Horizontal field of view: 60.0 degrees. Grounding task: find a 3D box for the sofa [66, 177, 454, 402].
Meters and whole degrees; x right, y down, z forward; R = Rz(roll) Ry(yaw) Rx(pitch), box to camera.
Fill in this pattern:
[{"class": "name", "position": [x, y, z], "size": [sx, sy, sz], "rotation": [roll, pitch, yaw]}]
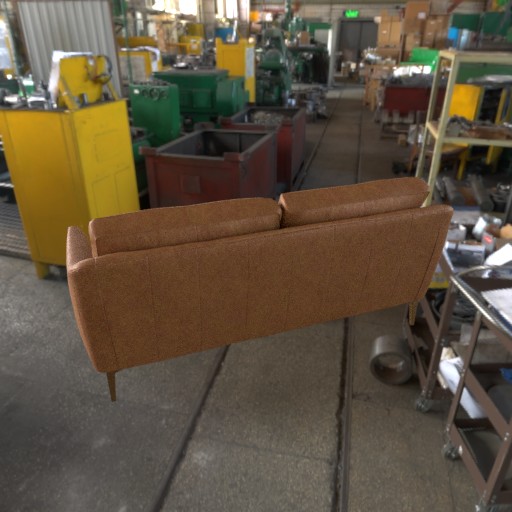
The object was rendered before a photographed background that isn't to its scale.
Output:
[{"class": "sofa", "position": [0.000, 0.000, 2.589], "size": [2.036, 0.945, 0.981], "rotation": [-10, 28, -19]}]
